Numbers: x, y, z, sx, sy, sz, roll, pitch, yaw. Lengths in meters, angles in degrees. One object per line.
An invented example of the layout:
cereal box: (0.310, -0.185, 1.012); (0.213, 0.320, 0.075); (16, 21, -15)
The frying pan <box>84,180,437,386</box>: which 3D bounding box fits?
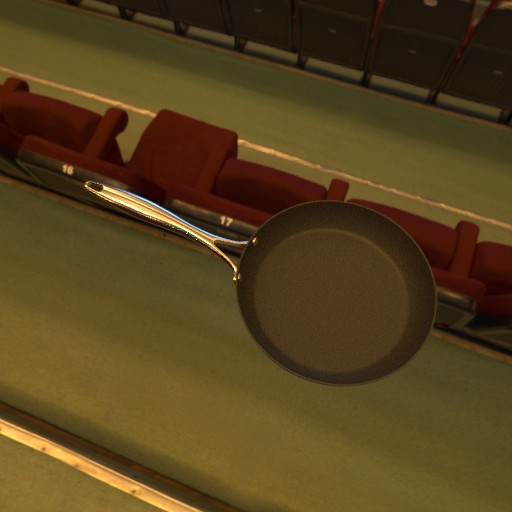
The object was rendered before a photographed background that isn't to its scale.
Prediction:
frying pan: (0.000, 0.000, 0.581); (0.472, 0.105, 0.255); (19, 65, 9)
